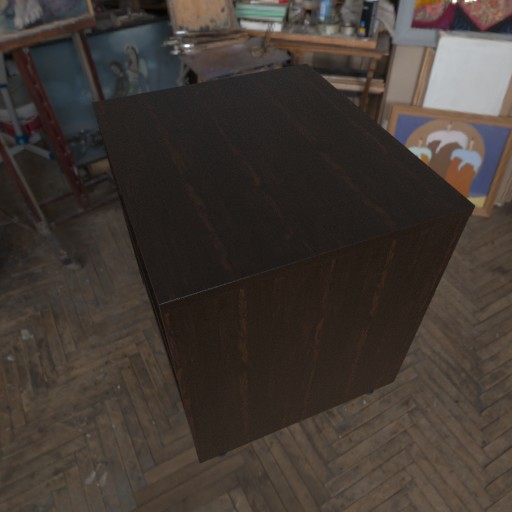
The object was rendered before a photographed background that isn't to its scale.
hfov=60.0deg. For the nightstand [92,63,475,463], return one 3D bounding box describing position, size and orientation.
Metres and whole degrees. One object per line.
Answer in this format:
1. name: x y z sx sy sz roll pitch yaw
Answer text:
1. nightstand: 0.000 0.000 0.860 0.427 0.487 0.489 -17 48 -15
